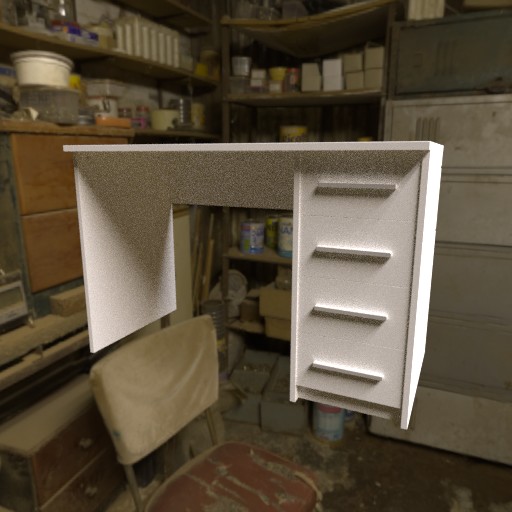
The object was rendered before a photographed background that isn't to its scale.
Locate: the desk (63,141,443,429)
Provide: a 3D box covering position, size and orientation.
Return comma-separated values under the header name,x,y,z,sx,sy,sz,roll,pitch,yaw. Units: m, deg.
name,x,y,z,sx,sy,sz,roll,pitch,yaw
desk,0.000,0.000,1.512,1.096,0.730,0.560,6,14,24
